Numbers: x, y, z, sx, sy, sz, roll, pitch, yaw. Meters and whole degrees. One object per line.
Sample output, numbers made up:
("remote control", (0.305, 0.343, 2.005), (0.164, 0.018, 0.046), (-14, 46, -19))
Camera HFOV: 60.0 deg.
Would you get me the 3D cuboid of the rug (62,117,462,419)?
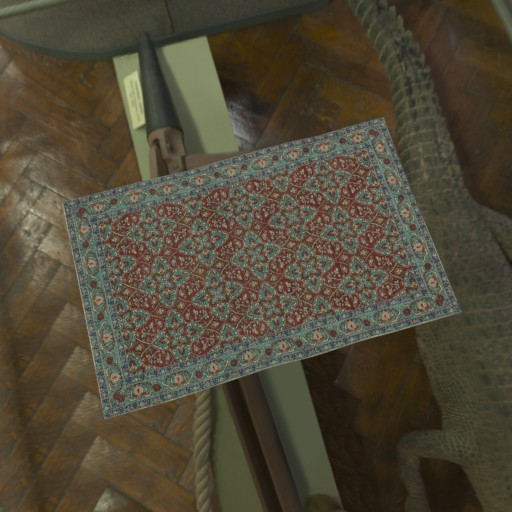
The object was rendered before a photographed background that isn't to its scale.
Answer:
("rug", (0.000, 0.000, 3.072), (2.439, 0.011, 1.533), (-16, 77, -4))
